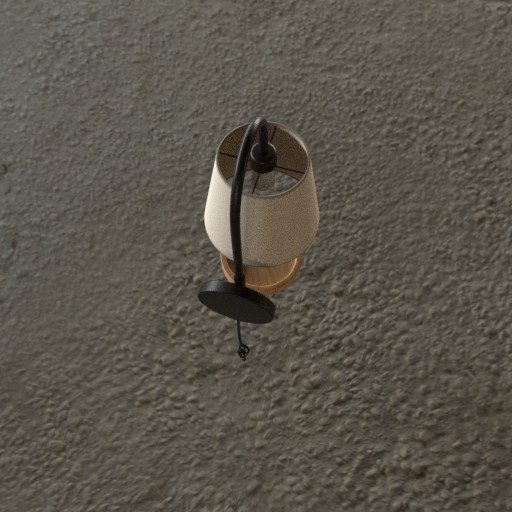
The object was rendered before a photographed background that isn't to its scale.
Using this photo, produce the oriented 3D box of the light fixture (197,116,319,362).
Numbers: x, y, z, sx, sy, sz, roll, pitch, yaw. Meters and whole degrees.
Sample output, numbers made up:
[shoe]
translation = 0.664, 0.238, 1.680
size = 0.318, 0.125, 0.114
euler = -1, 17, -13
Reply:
[light fixture]
translation = 0.000, 0.000, 0.925
size = 0.220, 0.821, 0.299
euler = 15, 66, 7
